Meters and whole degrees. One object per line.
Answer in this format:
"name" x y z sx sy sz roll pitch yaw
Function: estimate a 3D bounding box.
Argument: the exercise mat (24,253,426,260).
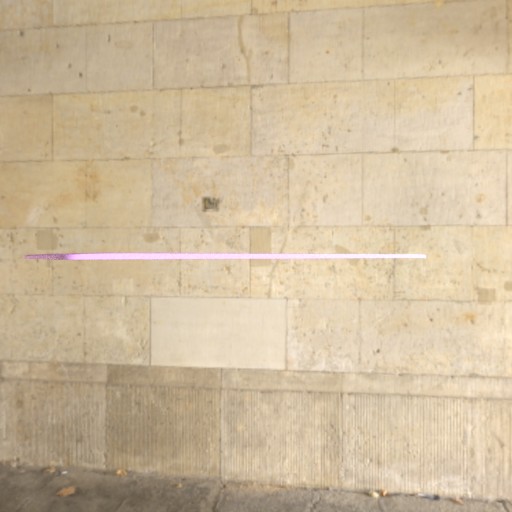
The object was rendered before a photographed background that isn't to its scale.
"exercise mat" 0.000 0.000 2.074 1.869 0.021 0.616 0 0 -36
